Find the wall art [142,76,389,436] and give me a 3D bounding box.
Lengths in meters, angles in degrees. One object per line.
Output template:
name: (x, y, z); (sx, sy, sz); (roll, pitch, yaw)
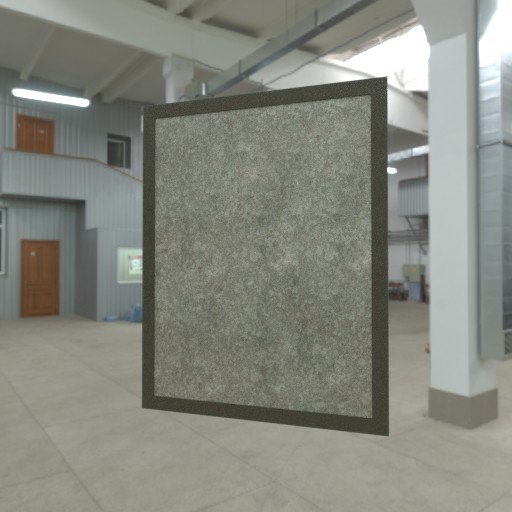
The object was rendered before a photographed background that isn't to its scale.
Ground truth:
wall art: (0.000, 0.000, 1.340); (0.767, 0.983, 0.030); (0, -1, 18)
